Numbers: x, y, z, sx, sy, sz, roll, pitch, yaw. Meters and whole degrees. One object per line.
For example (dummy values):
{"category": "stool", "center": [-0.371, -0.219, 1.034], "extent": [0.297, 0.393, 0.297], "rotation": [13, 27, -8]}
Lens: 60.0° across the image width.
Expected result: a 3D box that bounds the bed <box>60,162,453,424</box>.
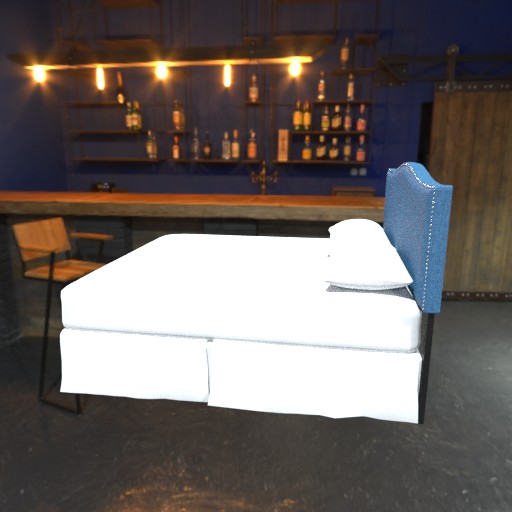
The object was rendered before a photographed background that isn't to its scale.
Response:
{"category": "bed", "center": [0.000, 0.000, 2.804], "extent": [1.872, 1.169, 1.610], "rotation": [2, 14, 9]}
